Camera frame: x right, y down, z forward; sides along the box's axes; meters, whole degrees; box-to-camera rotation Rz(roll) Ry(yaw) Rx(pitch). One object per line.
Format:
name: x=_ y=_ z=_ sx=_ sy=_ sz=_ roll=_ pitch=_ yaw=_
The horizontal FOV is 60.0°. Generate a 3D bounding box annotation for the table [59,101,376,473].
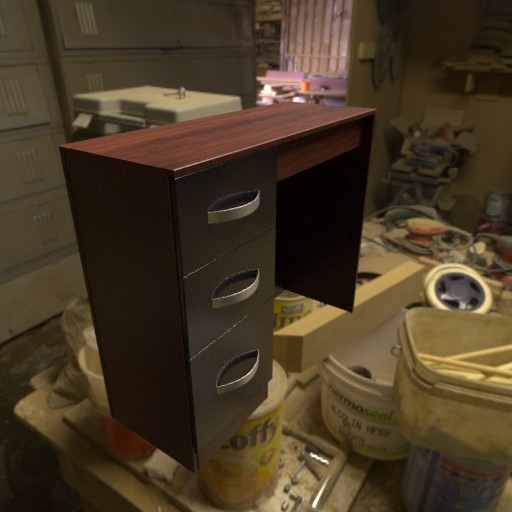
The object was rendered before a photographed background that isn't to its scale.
table: x=0.000 y=0.000 z=1.365 sx=0.380 sy=0.790 sz=0.930 roll=17 pitch=31 yaw=31
